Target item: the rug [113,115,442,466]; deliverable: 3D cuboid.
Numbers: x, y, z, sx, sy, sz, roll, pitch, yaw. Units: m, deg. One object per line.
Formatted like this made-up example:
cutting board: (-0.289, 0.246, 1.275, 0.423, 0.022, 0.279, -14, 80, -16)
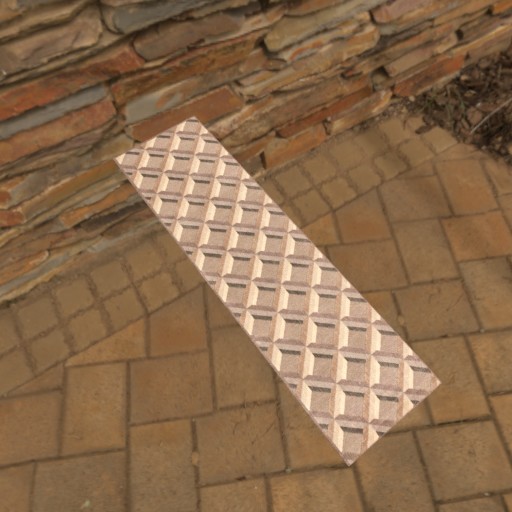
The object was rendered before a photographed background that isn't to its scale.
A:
rug: (0.000, 0.000, 2.742, 0.685, 0.013, 2.437, -34, 67, -16)
